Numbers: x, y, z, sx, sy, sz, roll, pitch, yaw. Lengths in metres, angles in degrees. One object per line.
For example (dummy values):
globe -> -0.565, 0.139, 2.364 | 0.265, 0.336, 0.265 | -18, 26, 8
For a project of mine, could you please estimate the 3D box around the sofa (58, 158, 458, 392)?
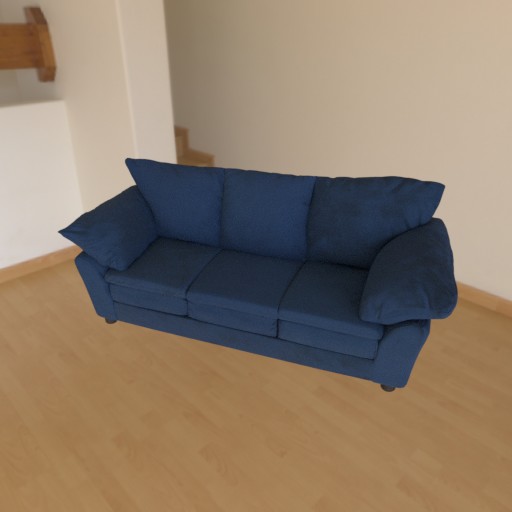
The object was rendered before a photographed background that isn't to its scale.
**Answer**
sofa -> 0.000, 0.000, 2.911 | 2.390, 1.091, 0.907 | 10, 29, 18
